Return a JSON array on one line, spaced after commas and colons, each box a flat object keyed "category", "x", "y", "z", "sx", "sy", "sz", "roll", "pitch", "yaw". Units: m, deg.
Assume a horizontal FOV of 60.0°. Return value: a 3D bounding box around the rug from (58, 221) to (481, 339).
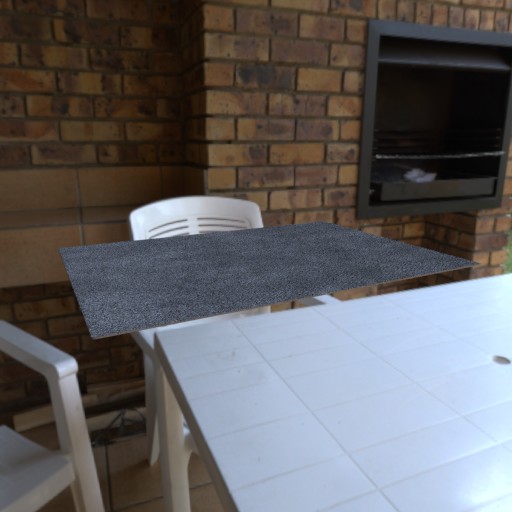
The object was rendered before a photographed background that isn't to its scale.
[{"category": "rug", "x": 0.000, "y": 0.000, "z": 2.862, "sx": 2.235, "sy": 0.008, "sz": 1.600, "roll": -8, "pitch": 17, "yaw": -27}]
